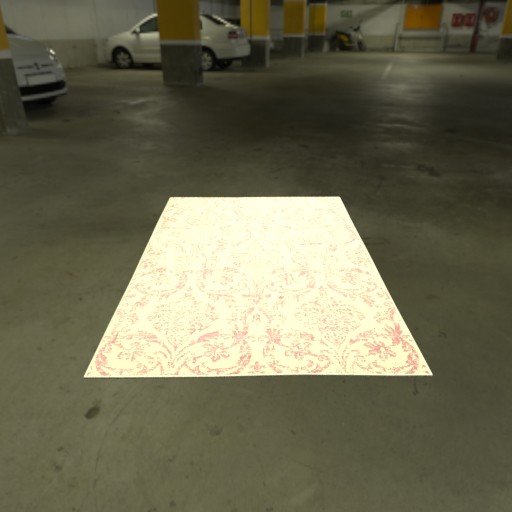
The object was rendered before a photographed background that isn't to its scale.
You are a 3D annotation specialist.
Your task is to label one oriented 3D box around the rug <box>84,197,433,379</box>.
[{"bbox_3d":[0.000,0.000,3.520,1.819,0.018,2.746,0,27,0],"label":"rug"}]
